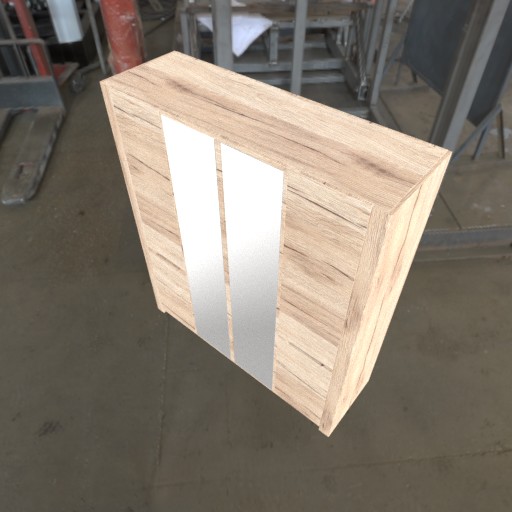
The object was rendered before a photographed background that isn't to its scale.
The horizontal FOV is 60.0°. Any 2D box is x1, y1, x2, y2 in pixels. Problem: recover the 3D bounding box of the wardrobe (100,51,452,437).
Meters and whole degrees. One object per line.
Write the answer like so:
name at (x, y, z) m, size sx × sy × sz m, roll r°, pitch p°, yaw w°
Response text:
wardrobe at (0.000, 0.000, 2.976) m, size 1.810 × 2.070 × 0.580 m, roll 31°, pitch 53°, yaw 26°
